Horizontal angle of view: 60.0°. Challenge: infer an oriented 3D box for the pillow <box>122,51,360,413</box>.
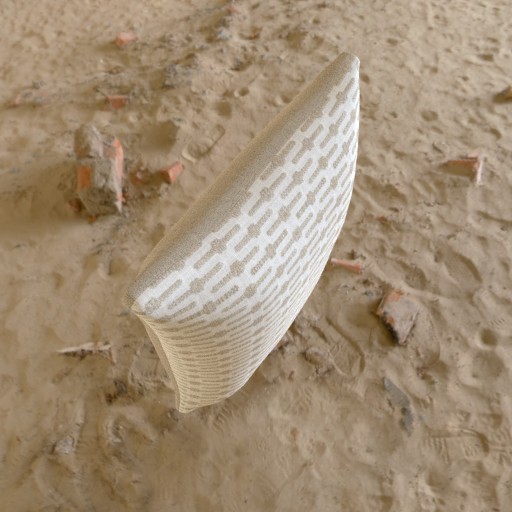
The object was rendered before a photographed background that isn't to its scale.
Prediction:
[{"bbox_3d":[0.000,0.000,0.752,0.219,0.491,0.496,28,62,17],"label":"pillow"}]
